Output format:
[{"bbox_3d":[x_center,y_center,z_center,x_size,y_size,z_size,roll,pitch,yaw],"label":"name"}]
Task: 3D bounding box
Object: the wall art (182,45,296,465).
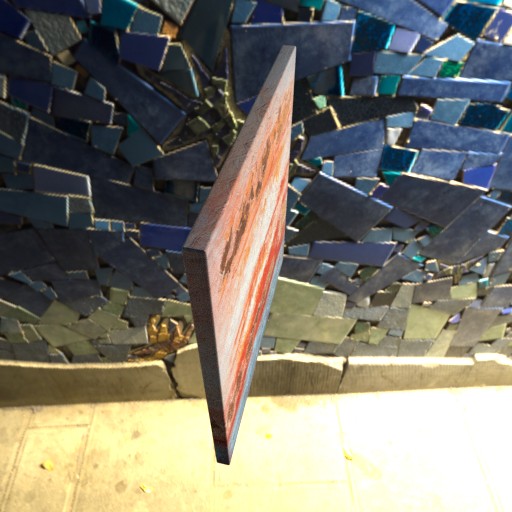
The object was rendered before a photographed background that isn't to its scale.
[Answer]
[{"bbox_3d":[0.000,0.000,1.101,0.035,0.747,0.747,9,46,9],"label":"wall art"}]
